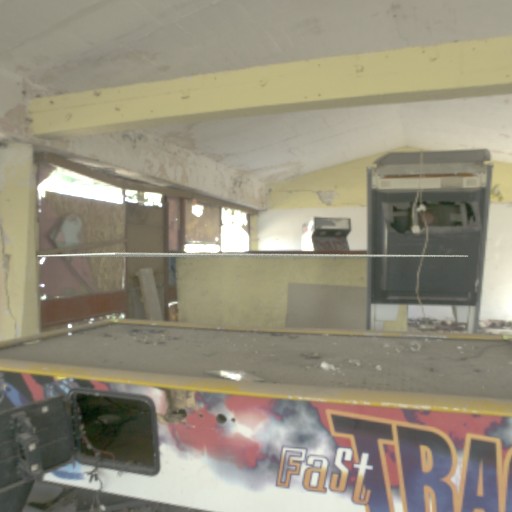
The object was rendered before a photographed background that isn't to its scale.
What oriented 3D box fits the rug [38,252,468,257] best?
[{"bbox_3d":[0.000,0.000,2.827,2.286,0.006,1.524,0,0,-35],"label":"rug"}]
